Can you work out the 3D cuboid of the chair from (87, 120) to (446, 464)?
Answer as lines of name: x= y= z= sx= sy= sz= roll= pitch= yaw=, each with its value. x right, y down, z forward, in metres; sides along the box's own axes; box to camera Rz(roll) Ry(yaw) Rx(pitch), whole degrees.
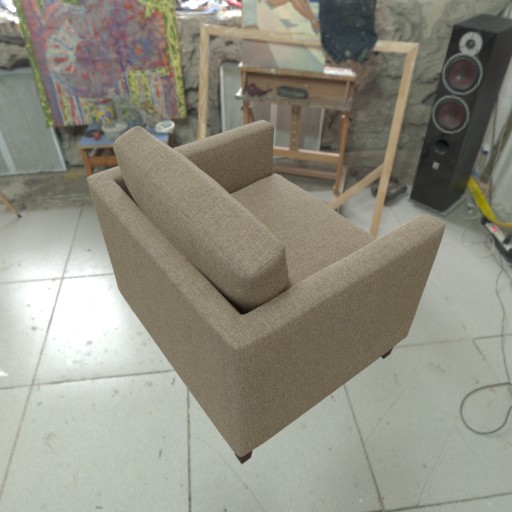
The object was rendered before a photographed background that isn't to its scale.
chair: x=0.000 y=0.000 z=1.875 sx=0.959 sy=0.987 sz=1.107 roll=-26 pitch=48 yaw=-27
